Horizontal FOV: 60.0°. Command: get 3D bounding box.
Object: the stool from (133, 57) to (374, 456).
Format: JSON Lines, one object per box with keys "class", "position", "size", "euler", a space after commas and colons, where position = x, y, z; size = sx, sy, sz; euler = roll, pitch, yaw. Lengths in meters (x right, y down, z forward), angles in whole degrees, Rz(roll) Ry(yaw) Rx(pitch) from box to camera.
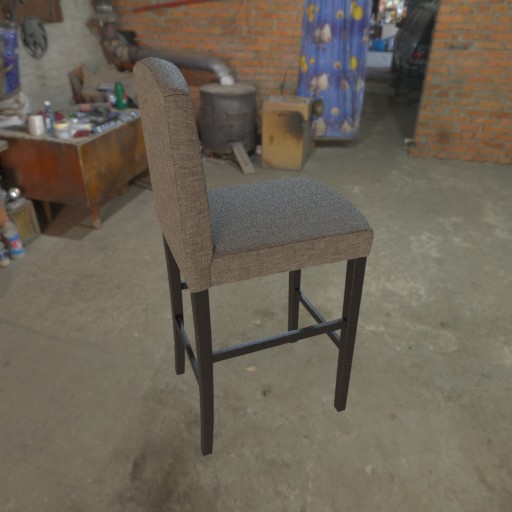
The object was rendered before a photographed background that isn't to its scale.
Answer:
{"class": "stool", "position": [0.000, 0.000, 1.371], "size": [0.552, 1.138, 0.451], "euler": [-11, 31, -18]}
